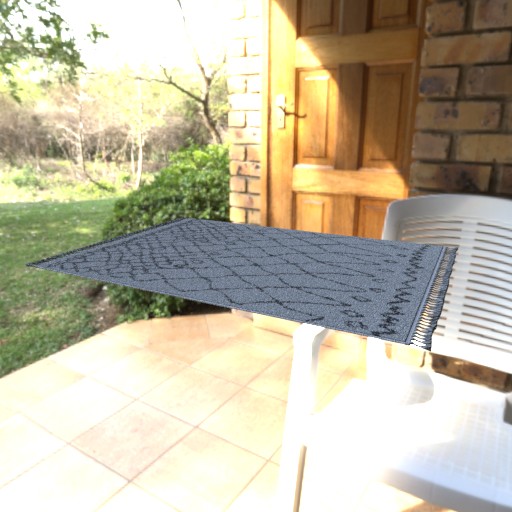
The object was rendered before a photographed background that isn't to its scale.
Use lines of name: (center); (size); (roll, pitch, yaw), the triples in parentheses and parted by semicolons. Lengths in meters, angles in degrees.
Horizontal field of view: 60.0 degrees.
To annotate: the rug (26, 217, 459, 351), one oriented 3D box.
rug: (0.000, 0.000, 2.868); (2.312, 0.017, 1.613); (8, 18, 26)
